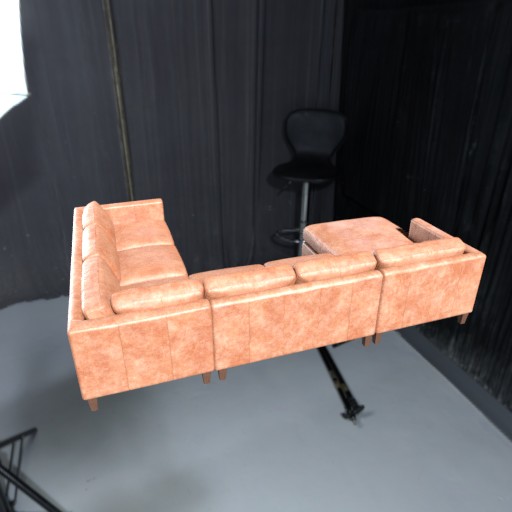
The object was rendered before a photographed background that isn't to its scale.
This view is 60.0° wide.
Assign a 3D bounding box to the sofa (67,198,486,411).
[{"bbox_3d":[0.000,0.000,4.488,3.401,0.832,2.430,-9,28,-17],"label":"sofa"}]
